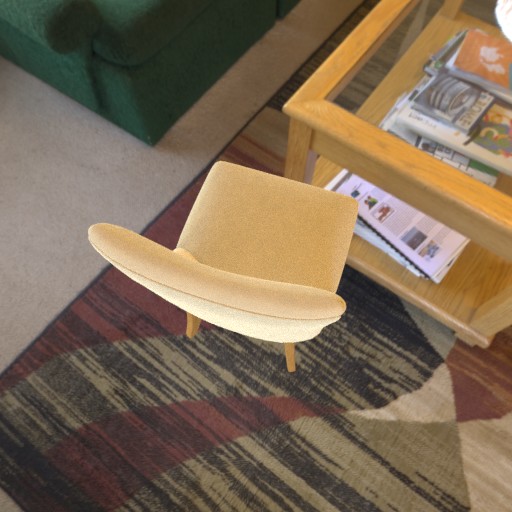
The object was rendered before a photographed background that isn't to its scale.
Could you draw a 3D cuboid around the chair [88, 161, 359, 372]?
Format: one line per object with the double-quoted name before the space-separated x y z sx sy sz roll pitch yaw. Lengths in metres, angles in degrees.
"chair" 0.000 0.000 1.256 0.495 0.902 0.610 17 66 8
